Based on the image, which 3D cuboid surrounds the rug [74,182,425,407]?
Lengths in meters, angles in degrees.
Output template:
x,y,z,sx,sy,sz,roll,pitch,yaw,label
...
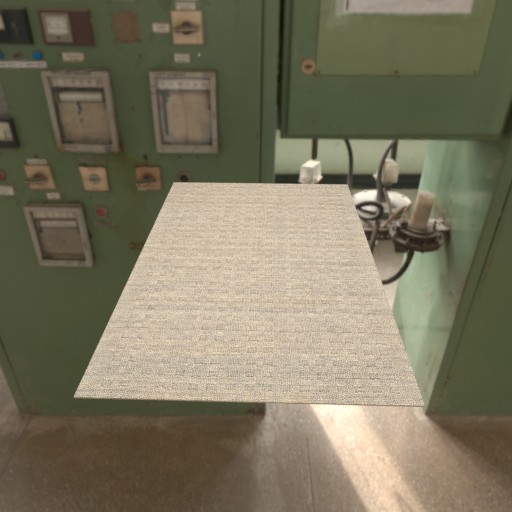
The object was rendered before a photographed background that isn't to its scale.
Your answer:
x,y,z,sx,sy,sz,roll,pitch,yaw,label
0.000,0.000,2.175,1.142,0.006,1.752,1,33,2,rug
